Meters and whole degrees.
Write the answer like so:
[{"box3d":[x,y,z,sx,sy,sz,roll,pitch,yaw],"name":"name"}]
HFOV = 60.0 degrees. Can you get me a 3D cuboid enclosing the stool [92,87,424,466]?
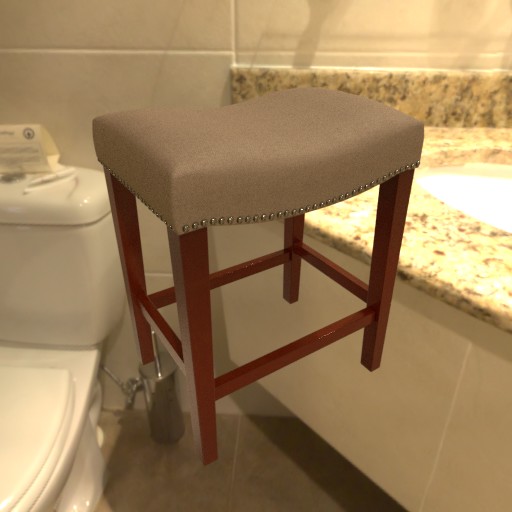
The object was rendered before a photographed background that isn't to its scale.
[{"box3d":[0.000,0.000,0.958,0.509,0.632,0.375,-19,36,-28],"name":"stool"}]
